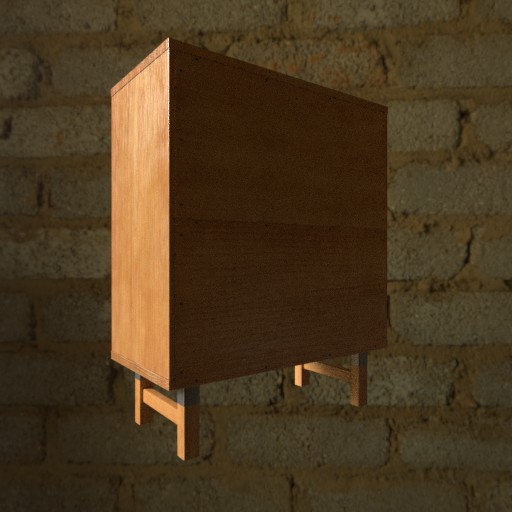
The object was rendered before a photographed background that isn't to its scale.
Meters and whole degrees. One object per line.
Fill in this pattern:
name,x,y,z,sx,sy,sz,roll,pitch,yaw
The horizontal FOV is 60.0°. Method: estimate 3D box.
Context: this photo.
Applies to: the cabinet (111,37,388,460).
cabinet,0.000,0.000,1.415,0.800,1.001,0.419,0,0,-37
